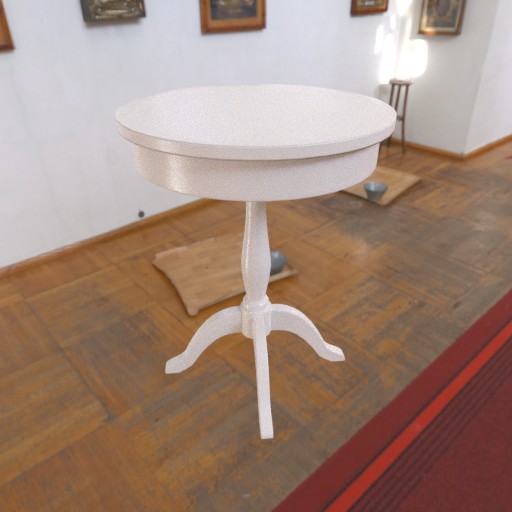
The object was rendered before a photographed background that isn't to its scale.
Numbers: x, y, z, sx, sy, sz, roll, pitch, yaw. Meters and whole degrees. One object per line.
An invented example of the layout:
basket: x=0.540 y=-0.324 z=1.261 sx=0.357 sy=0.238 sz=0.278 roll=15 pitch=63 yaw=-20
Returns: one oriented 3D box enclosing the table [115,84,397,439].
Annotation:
table: x=0.000 y=0.000 z=1.000 sx=0.513 sy=0.653 sz=0.513 roll=0 pitch=30 yaw=0
